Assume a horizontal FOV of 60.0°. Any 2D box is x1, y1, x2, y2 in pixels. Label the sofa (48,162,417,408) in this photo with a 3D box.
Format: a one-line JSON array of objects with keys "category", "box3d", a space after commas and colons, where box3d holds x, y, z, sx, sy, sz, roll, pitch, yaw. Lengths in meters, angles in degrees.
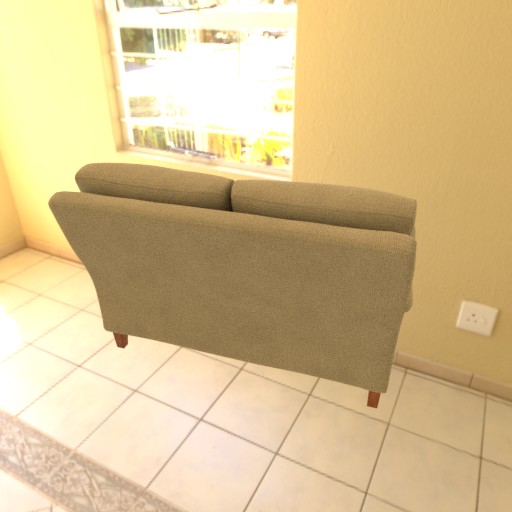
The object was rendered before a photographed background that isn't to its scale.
[{"category": "sofa", "box3d": [0.000, 0.000, 2.218, 1.480, 0.999, 1.087, 9, 30, 16]}]
